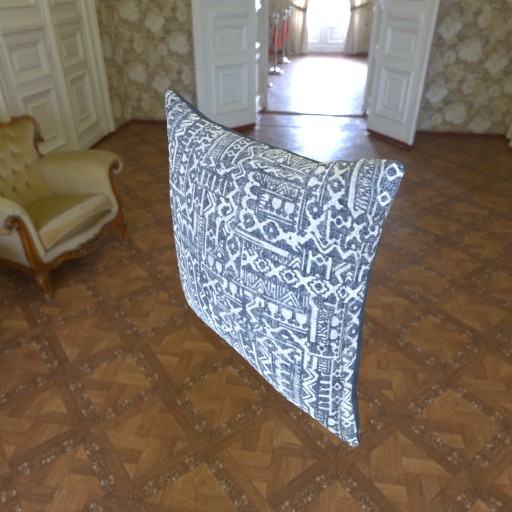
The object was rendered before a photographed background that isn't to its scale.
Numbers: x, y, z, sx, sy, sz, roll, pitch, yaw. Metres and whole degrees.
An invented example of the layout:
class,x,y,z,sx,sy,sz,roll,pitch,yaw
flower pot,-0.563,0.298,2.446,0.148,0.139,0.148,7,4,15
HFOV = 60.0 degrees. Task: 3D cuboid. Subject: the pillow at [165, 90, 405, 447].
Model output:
class,x,y,z,sx,sy,sz,roll,pitch,yaw
pillow,0.000,0.000,0.785,0.180,0.487,0.546,-22,37,-32
